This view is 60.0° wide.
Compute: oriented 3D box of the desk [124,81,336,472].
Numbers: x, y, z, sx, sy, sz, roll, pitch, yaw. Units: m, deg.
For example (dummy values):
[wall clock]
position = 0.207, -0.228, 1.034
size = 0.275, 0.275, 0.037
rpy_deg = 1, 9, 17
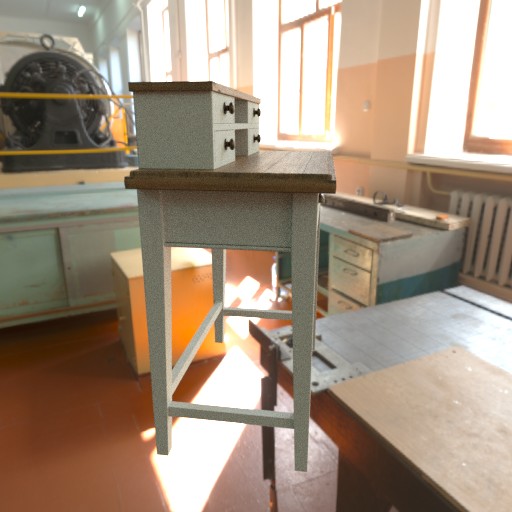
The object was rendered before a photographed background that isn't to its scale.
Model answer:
[desk]
position = 0.000, 0.000, 1.411
size = 0.462, 0.981, 0.814
rpy_deg = 3, 17, 9
